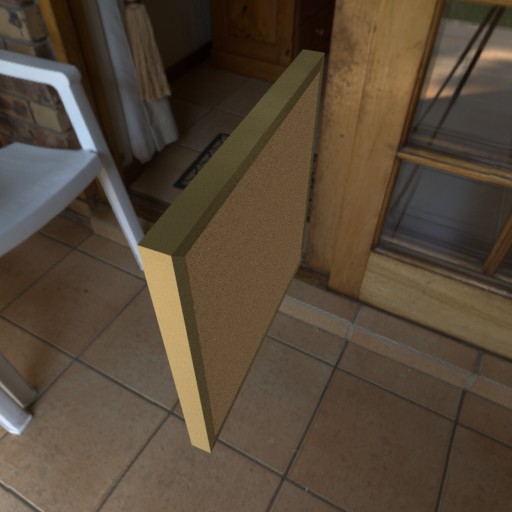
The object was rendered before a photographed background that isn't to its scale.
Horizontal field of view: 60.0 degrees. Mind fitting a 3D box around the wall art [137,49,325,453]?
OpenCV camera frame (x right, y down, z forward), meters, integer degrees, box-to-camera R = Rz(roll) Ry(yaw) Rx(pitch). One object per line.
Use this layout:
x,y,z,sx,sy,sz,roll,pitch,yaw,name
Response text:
0.000,0.000,0.769,0.038,0.508,0.507,17,49,15,wall art
